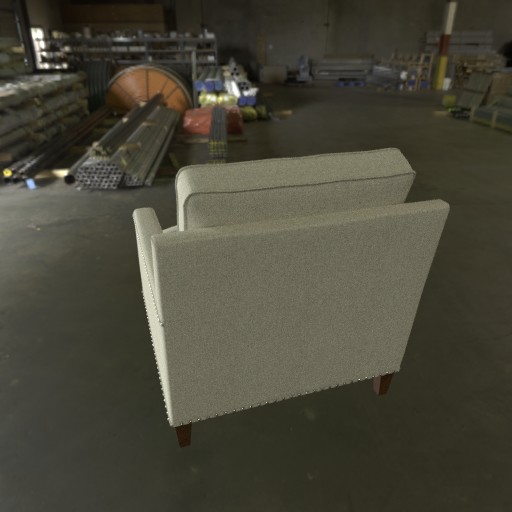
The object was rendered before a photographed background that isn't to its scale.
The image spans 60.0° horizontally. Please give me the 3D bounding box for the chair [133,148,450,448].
[{"bbox_3d":[0.000,0.000,1.719,0.853,0.943,1.014,-8,27,-17],"label":"chair"}]
